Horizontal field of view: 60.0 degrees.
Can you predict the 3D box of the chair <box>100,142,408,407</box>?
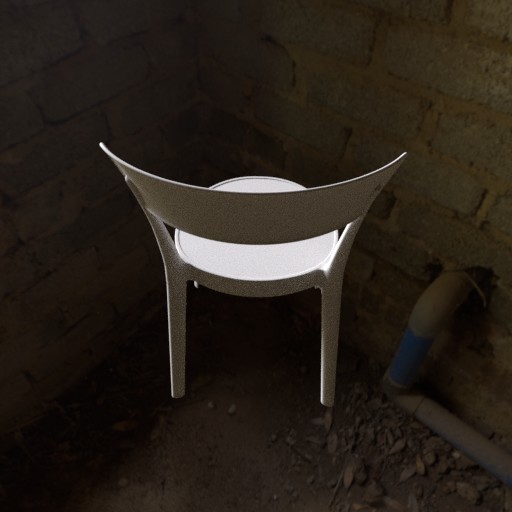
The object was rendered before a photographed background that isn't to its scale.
[{"bbox_3d":[0.000,0.000,1.086,0.506,0.790,0.491,2,47,2],"label":"chair"}]
